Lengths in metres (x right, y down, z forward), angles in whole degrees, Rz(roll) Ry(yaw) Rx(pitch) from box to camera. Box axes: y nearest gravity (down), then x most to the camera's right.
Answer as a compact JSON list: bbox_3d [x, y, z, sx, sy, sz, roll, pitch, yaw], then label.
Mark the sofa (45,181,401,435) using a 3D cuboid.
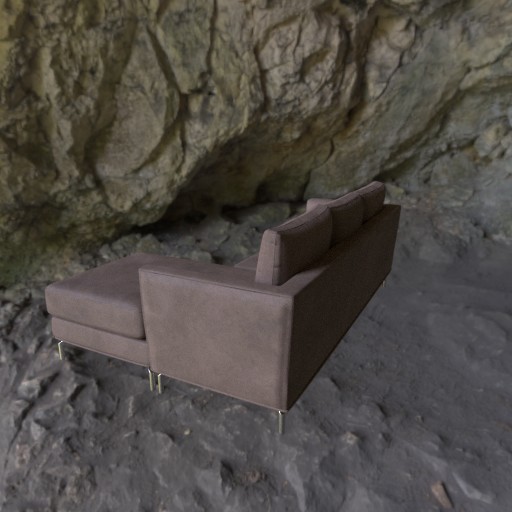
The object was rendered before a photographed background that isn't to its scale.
[{"bbox_3d":[0.000,0.000,3.286,1.622,0.987,2.438,8,19,26],"label":"sofa"}]
